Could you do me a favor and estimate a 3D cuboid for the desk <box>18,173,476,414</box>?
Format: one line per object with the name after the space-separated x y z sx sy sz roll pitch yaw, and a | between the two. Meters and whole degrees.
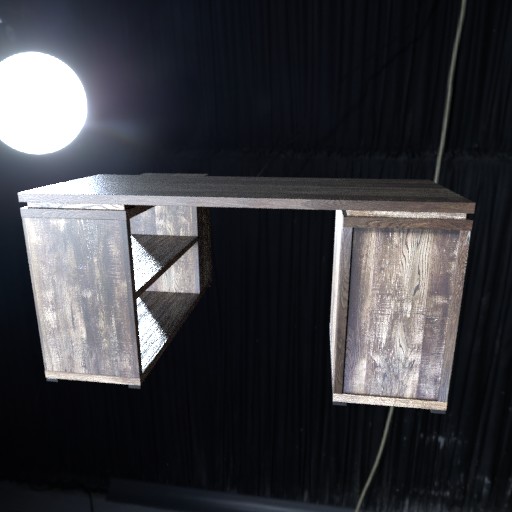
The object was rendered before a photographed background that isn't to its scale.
0.000 0.000 2.133 1.524 0.753 1.200 2 17 8 | desk
